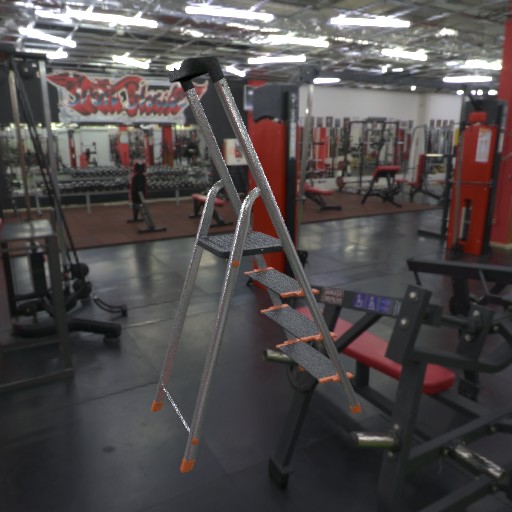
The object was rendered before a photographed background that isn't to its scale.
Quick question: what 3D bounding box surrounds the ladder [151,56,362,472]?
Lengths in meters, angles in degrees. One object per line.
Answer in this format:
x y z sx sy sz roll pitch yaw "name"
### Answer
0.000 0.000 1.808 0.834 1.429 0.452 -7 16 -26 "ladder"
